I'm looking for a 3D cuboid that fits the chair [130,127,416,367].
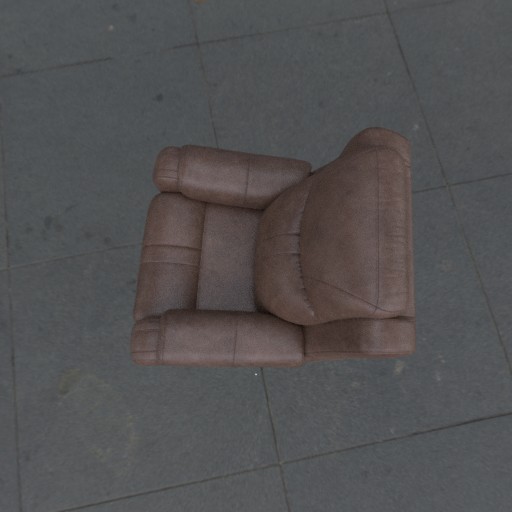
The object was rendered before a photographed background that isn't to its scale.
[{"bbox_3d":[0.000,0.000,1.841,1.067,0.990,0.940,4,75,1],"label":"chair"}]
